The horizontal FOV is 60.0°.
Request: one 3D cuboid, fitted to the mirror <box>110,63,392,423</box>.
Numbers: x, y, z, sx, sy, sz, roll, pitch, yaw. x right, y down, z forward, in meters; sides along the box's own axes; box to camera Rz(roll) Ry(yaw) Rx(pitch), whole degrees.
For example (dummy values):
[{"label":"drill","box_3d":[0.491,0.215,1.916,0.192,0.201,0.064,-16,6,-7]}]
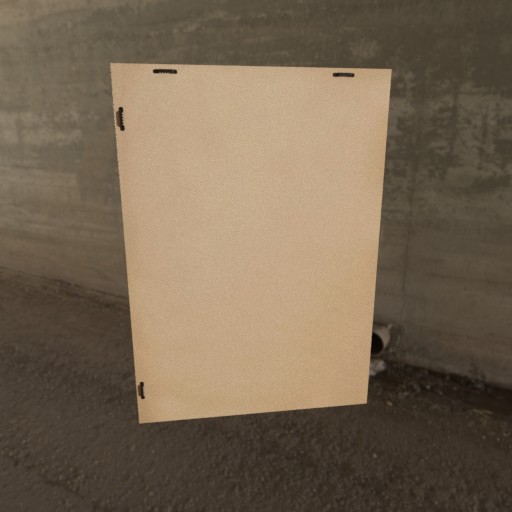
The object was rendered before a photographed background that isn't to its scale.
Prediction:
[{"label":"mirror","box_3d":[0.000,0.000,0.898,0.507,0.710,0.040,-2,15,-8]}]
